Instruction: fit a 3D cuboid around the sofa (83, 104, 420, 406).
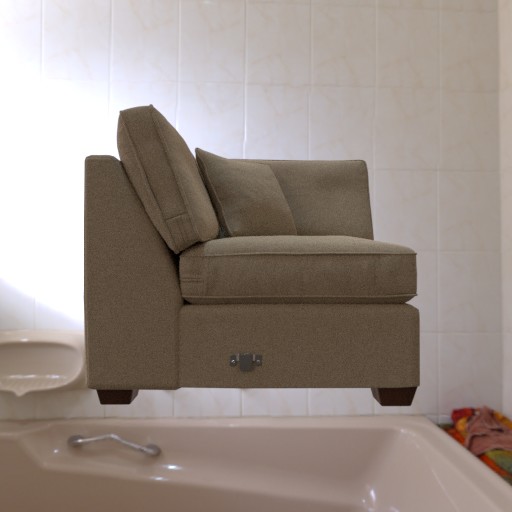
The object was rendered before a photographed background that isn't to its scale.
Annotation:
[{"bbox_3d":[0.000,0.000,1.948,1.146,1.002,1.084,0,-1,-1],"label":"sofa"}]
